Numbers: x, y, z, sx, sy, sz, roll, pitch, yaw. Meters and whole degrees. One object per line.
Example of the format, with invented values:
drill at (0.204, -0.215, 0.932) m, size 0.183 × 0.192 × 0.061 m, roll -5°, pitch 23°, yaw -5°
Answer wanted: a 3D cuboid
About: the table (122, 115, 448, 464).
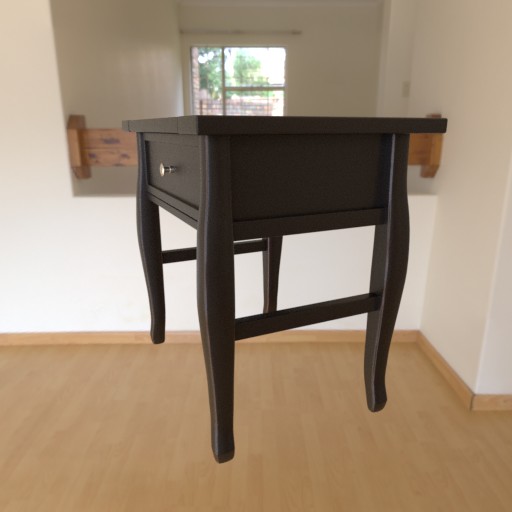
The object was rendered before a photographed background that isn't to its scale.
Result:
table at (0.000, 0.000, 1.025) m, size 0.460 × 0.604 × 0.602 m, roll -8°, pitch 18°, yaw -24°
